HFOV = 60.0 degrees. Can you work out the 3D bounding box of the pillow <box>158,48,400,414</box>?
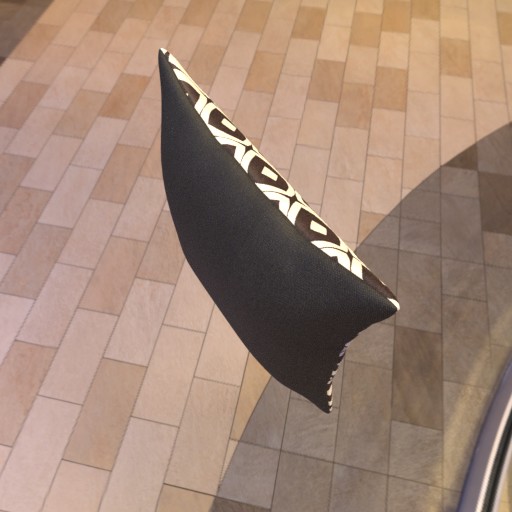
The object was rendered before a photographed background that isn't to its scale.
[{"bbox_3d":[0.000,0.000,0.755,0.188,0.494,0.504,-30,63,-17],"label":"pillow"}]
